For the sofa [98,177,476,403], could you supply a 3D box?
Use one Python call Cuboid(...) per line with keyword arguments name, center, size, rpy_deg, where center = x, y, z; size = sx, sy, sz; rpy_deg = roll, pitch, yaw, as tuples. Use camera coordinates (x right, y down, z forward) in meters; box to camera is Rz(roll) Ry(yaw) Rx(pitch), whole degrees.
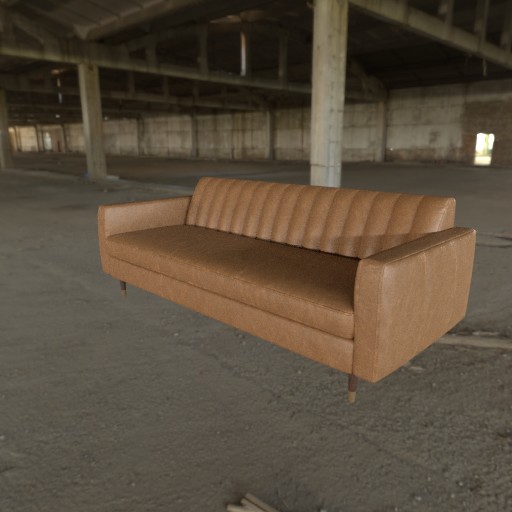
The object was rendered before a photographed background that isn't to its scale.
Cuboid(name="sofa", center=(0.000, 0.000, 2.746), size=(2.291, 0.821, 0.990), rpy_deg=(14, 20, 42))
